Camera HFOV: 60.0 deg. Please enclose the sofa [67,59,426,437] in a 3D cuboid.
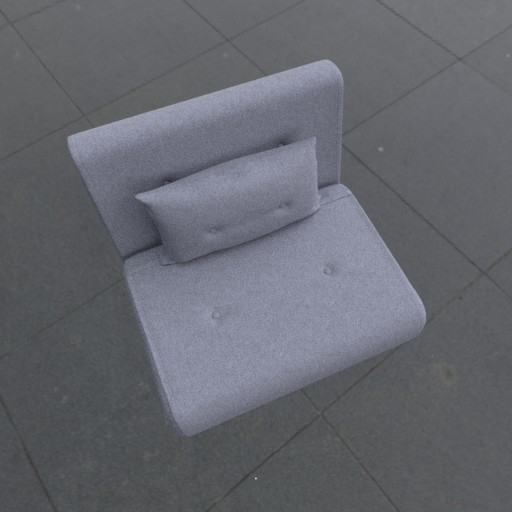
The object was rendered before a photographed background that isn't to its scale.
[{"bbox_3d":[0.000,0.000,1.723,1.020,0.825,1.000,-21,65,-10],"label":"sofa"}]
